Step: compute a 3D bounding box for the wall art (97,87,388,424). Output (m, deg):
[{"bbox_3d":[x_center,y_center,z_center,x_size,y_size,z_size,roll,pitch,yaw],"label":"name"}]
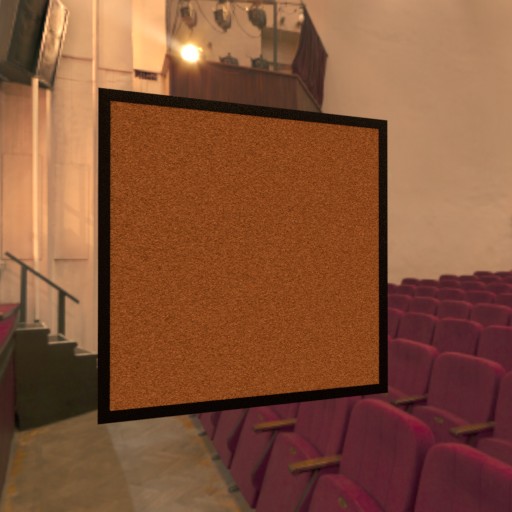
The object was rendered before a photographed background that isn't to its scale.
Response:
[{"bbox_3d":[0.000,0.000,1.127,0.756,0.755,0.036,0,0,-18],"label":"wall art"}]
